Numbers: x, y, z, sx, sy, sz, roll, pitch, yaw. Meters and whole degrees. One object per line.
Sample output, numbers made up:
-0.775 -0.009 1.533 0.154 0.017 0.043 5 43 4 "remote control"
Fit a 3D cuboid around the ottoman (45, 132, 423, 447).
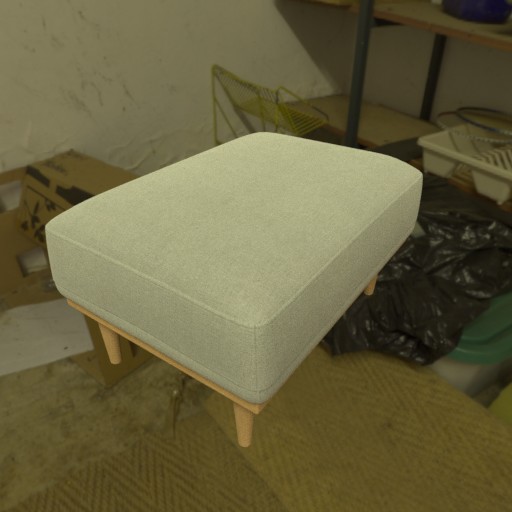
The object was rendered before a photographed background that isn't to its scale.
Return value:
0.000 0.000 1.070 0.549 0.428 0.749 20 37 29 "ottoman"
